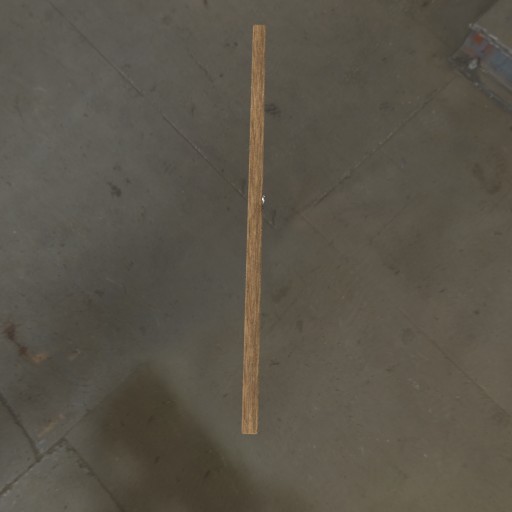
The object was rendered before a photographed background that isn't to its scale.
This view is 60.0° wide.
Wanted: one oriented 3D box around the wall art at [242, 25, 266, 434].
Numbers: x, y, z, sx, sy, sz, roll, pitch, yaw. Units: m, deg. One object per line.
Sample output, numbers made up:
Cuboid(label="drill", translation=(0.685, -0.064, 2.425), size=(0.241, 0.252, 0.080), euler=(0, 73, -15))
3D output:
Cuboid(label="wall art", translation=(0.000, 0.000, 0.844), size=(0.021, 0.576, 0.561), euler=(1, 76, 0))
